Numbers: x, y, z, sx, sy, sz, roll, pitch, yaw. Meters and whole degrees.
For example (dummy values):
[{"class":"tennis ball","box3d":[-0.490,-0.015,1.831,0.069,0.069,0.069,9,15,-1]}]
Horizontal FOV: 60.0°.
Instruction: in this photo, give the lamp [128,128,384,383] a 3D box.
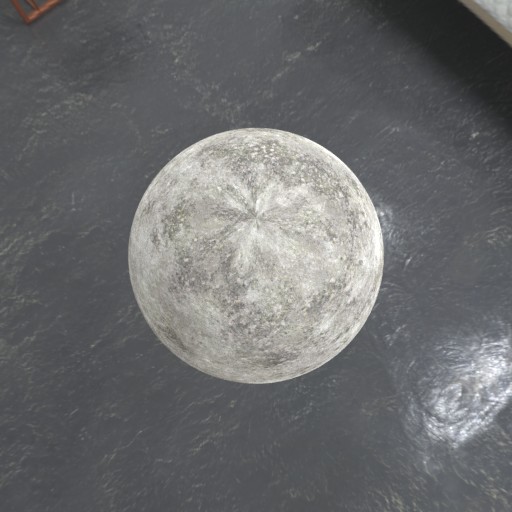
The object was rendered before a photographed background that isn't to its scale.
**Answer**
[{"class":"lamp","box3d":[0.000,0.000,0.762,0.422,0.429,0.422,0,77,0]}]
